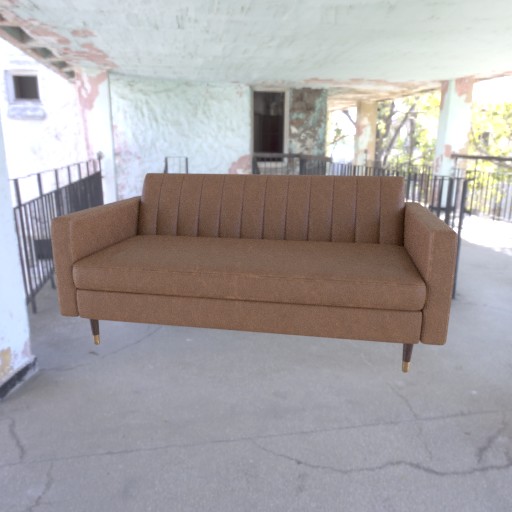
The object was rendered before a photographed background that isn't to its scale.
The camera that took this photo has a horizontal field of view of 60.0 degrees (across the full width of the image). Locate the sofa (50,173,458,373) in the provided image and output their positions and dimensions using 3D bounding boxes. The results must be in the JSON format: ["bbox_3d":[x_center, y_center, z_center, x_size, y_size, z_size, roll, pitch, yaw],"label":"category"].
[{"bbox_3d":[0.000,0.000,2.414,1.847,0.821,0.993,3,15,10],"label":"sofa"}]
